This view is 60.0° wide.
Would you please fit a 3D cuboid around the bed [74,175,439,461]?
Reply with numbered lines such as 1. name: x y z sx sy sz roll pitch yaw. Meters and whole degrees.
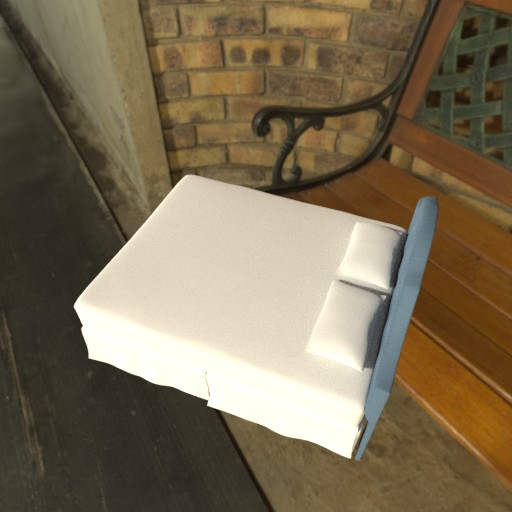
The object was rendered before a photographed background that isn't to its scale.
1. bed: 0.000 0.000 3.708 2.477 1.617 2.039 16 48 15
